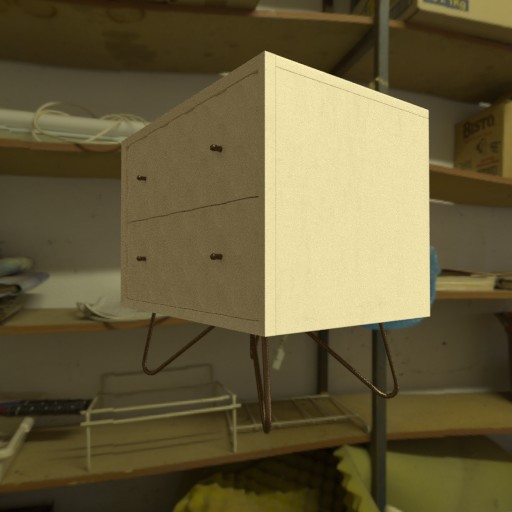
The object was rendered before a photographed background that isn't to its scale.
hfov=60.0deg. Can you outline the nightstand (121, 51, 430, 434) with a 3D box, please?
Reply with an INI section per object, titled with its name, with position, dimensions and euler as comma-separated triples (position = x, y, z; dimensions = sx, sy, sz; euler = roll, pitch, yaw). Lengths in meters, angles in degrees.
[nightstand]
position = 0.000, 0.000, 1.034
dimensions = 0.447, 0.604, 0.614
euler = 1, -1, -37
